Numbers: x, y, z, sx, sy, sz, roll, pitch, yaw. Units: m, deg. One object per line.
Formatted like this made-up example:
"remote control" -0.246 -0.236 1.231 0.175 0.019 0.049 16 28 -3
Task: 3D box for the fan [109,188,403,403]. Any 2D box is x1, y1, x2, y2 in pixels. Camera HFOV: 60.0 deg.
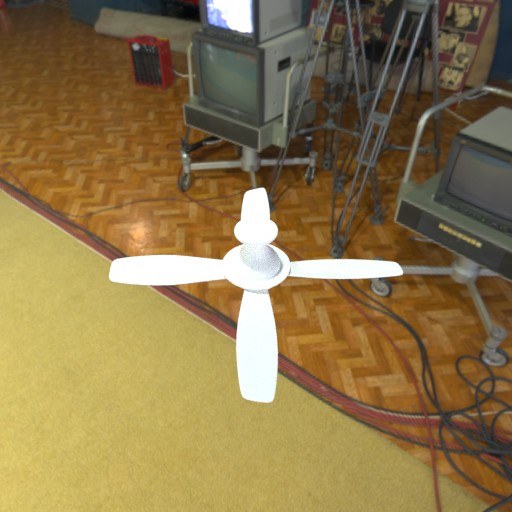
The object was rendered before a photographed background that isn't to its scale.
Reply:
"fan" 0.000 0.000 2.511 1.693 0.382 1.694 0 41 0
